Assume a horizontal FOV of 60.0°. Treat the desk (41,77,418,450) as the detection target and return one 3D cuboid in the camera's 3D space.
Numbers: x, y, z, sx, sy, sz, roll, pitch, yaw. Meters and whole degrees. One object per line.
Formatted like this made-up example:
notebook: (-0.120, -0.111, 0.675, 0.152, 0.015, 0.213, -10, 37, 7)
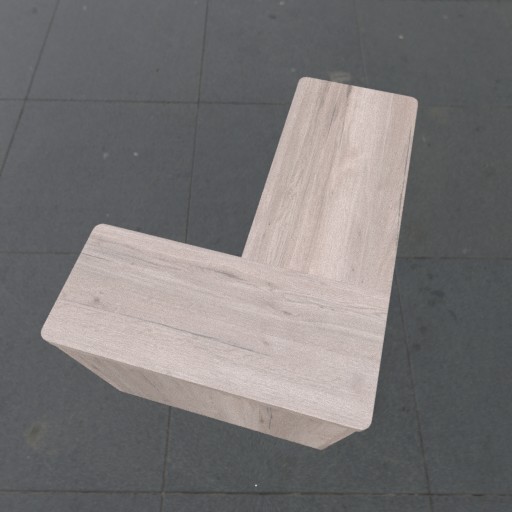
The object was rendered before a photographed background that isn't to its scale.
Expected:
desk: (0.000, 0.000, 1.734, 0.900, 0.760, 1.169, 14, 63, 7)
